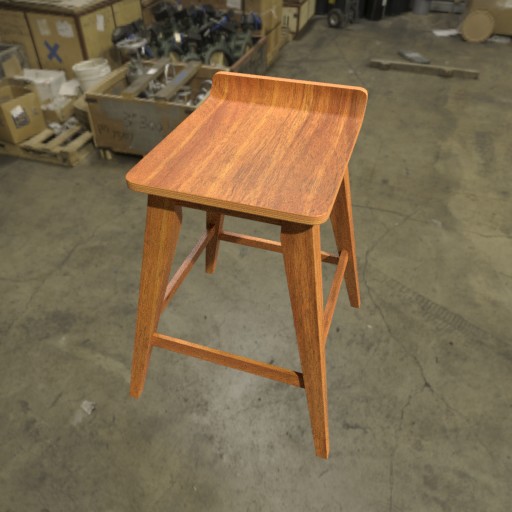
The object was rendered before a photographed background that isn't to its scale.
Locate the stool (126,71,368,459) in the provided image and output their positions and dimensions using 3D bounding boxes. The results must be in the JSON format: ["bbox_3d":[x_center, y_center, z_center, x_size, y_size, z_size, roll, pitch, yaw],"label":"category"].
[{"bbox_3d":[0.000,0.000,1.013,0.500,0.650,0.500,12,42,14],"label":"stool"}]
